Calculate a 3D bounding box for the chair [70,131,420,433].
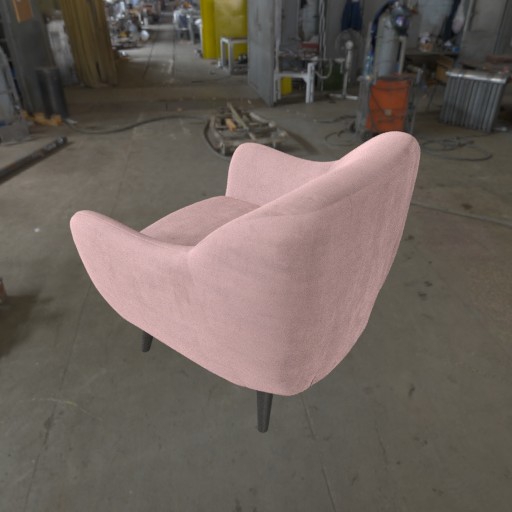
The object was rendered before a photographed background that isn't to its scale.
[{"bbox_3d":[0.000,0.000,1.459,0.820,0.820,0.840,21,38,30],"label":"chair"}]
